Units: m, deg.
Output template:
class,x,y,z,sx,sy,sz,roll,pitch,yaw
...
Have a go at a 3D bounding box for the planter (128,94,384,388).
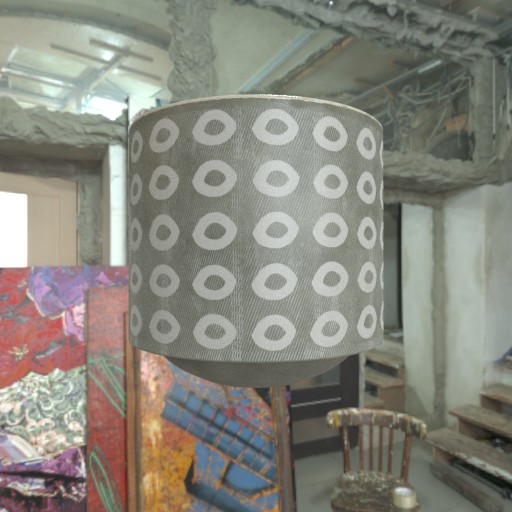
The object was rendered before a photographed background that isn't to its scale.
class,x,y,z,sx,sy,sz,roll,pitch,yaw
planter,0.000,0.000,0.453,0.250,0.239,0.250,0,0,0
